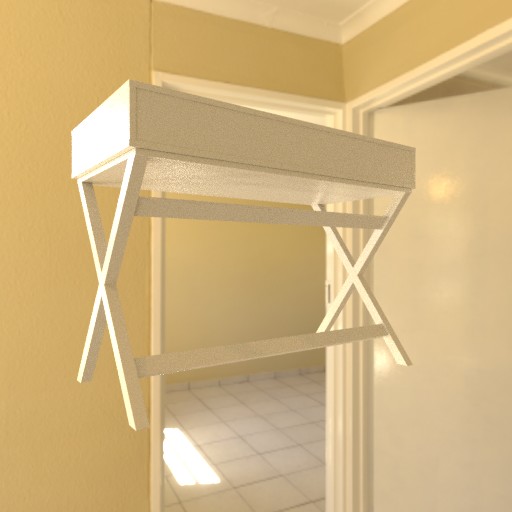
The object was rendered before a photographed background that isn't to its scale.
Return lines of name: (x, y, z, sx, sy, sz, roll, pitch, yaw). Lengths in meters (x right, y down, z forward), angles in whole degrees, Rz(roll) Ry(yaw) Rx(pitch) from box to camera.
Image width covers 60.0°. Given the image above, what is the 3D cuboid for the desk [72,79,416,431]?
desk: (0.000, 0.000, 1.492, 1.059, 0.780, 0.509, 0, 0, -36)
